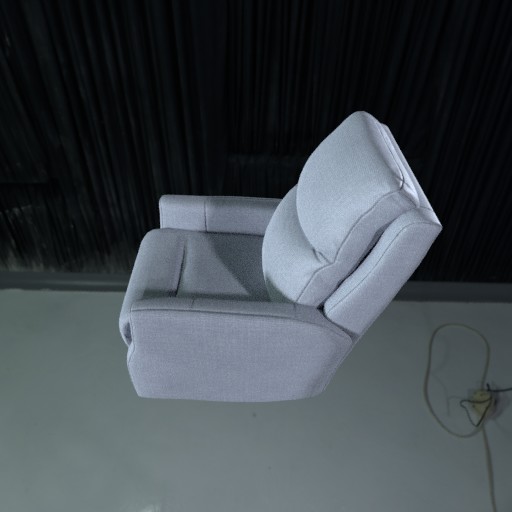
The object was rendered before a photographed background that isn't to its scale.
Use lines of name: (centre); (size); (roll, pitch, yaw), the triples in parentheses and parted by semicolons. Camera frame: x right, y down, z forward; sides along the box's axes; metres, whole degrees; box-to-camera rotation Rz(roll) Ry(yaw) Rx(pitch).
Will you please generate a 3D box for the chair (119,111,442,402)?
chair: (0.000, 0.000, 1.807); (1.080, 1.030, 0.829); (0, 41, 0)
